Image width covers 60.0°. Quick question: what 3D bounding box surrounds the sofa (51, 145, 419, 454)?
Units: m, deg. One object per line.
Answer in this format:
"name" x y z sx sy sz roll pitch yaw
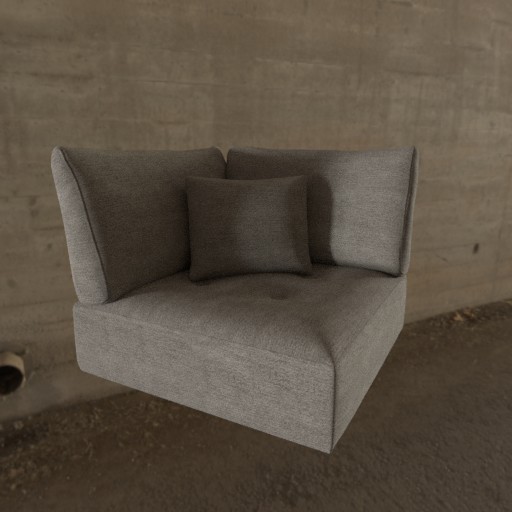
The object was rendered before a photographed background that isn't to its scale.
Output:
"sofa" 0.000 0.000 1.689 1.000 0.820 1.000 7 16 28
